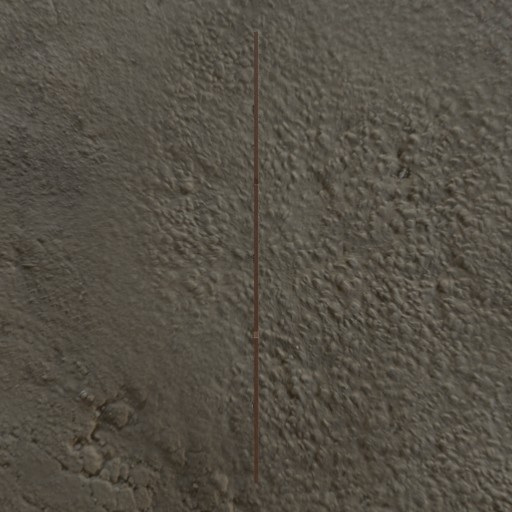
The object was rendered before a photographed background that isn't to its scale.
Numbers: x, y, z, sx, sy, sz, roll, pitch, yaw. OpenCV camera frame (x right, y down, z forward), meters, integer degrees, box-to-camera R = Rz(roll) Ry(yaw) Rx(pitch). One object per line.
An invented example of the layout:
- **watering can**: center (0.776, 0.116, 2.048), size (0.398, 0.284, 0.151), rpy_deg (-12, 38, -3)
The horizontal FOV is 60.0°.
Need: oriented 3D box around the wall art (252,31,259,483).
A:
- **wall art**: center (0.000, 0.000, 1.805), size (0.019, 1.218, 1.221), rpy_deg (0, 91, 0)
